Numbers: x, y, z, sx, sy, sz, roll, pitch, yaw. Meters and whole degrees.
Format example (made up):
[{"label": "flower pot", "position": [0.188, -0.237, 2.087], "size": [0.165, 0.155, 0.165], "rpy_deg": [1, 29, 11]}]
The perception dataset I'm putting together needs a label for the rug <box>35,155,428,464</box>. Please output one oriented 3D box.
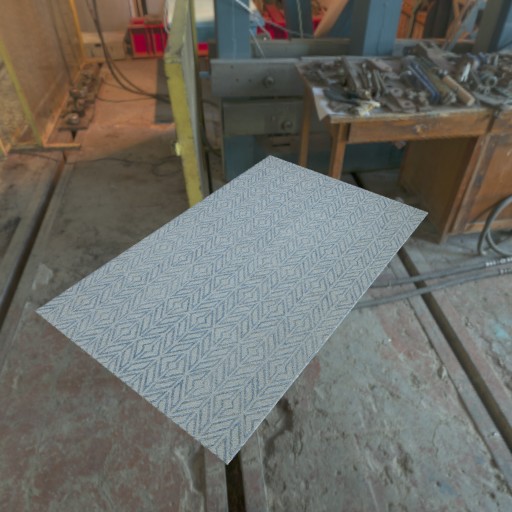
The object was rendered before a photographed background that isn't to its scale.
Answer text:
[{"label": "rug", "position": [0.000, 0.000, 3.081], "size": [1.526, 0.008, 2.441], "rpy_deg": [27, 48, 27]}]
